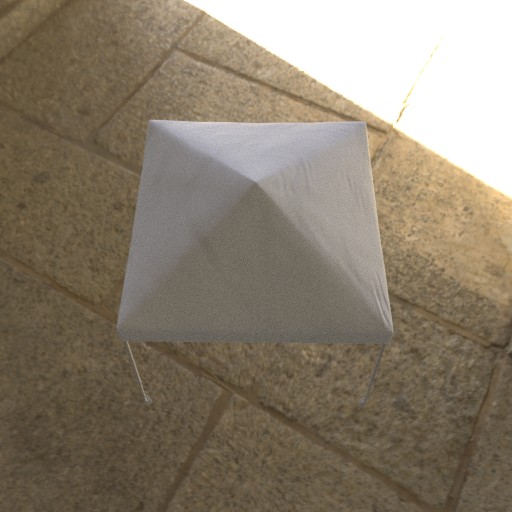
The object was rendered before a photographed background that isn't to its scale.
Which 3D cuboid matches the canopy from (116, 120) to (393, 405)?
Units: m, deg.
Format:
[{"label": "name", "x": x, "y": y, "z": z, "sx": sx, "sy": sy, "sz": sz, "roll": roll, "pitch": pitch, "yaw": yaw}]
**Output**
[{"label": "canopy", "x": 0.000, "y": 0.000, "z": 6.408, "sx": 3.599, "sy": 3.600, "sz": 3.600, "roll": 1, "pitch": 64, "yaw": 0}]
